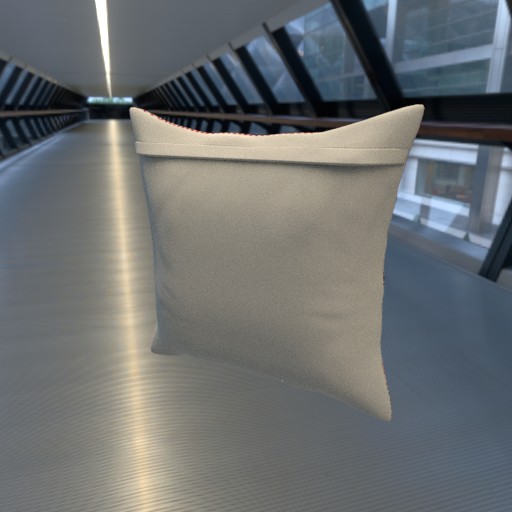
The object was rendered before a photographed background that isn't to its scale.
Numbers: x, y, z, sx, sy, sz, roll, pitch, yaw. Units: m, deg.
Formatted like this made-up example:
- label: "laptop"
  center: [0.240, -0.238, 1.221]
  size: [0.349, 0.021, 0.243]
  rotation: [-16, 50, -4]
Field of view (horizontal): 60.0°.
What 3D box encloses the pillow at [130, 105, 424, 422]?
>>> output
- label: "pillow"
  center: [0.000, 0.000, 0.707]
  size: [0.463, 0.454, 0.160]
  rotation: [9, 19, 26]
